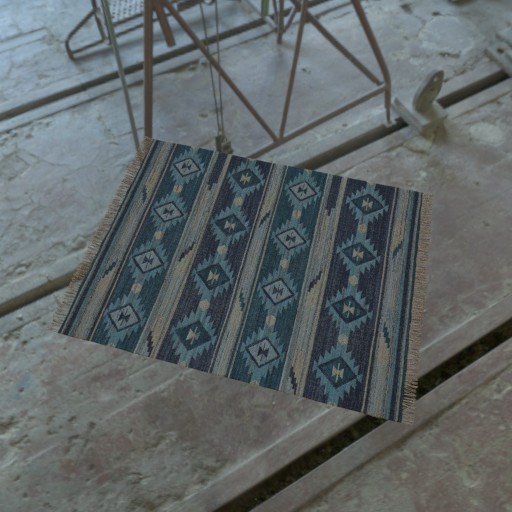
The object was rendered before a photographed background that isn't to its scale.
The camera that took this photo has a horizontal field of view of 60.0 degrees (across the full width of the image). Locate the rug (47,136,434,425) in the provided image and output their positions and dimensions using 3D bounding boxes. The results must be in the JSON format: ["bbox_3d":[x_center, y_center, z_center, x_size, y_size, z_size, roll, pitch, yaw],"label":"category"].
[{"bbox_3d":[0.000,0.000,4.356,3.307,0.047,2.418,13,62,7],"label":"rug"}]
